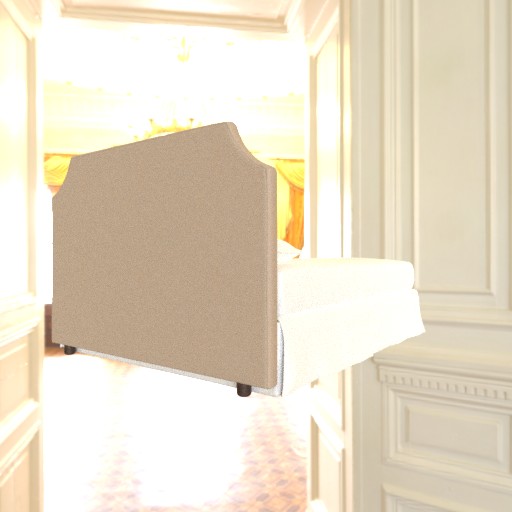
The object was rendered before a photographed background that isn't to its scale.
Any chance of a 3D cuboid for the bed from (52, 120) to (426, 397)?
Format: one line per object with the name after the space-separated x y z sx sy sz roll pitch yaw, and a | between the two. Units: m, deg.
0.000 0.000 4.143 2.350 1.590 2.773 0 0 36 | bed
